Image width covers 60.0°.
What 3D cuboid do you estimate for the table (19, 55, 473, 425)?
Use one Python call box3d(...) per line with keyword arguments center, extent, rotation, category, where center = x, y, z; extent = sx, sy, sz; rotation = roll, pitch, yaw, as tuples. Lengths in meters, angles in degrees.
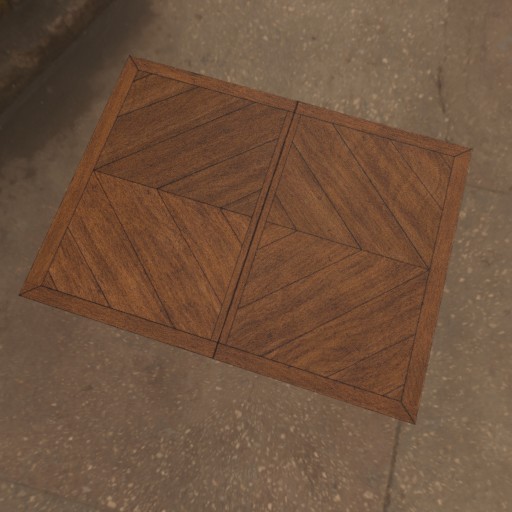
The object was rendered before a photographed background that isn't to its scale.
box3d(center=(0.000, 0.000, 1.545), extent=(1.027, 0.760, 0.757), rotation=(17, 75, 5), category="table")
